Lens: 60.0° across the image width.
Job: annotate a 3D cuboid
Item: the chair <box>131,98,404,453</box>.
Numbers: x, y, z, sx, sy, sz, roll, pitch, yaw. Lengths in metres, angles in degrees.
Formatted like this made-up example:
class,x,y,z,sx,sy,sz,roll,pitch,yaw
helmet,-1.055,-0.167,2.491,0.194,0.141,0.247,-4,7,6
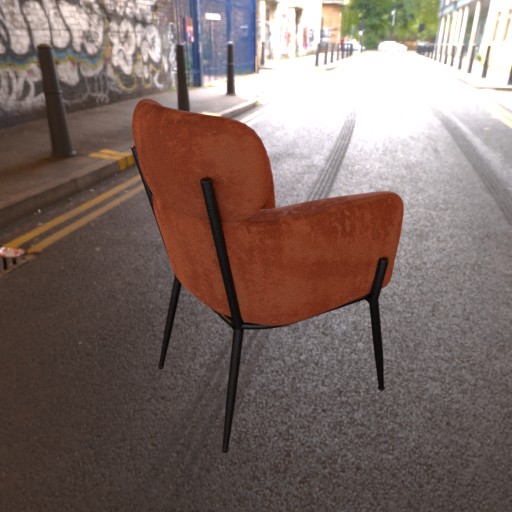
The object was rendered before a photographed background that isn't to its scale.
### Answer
class,x,y,z,sx,sy,sz,roll,pitch,yaw
chair,0.000,0.000,1.142,0.523,0.772,0.561,-17,31,-31
